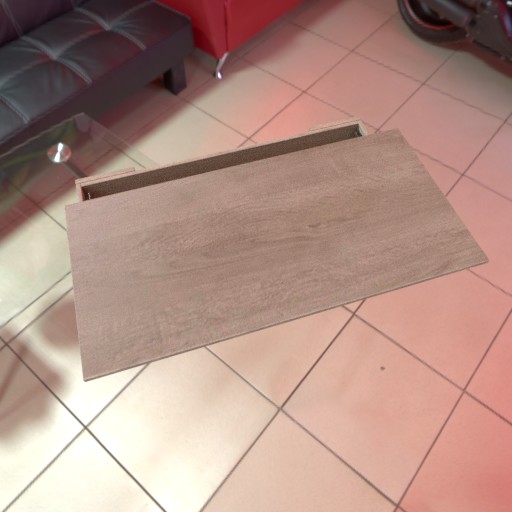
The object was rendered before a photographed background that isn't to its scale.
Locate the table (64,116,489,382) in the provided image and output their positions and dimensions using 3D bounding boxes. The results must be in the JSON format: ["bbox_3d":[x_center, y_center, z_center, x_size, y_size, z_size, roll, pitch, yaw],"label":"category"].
[{"bbox_3d":[0.000,0.000,1.447,1.000,0.570,0.711,-15,60,-9],"label":"table"}]
